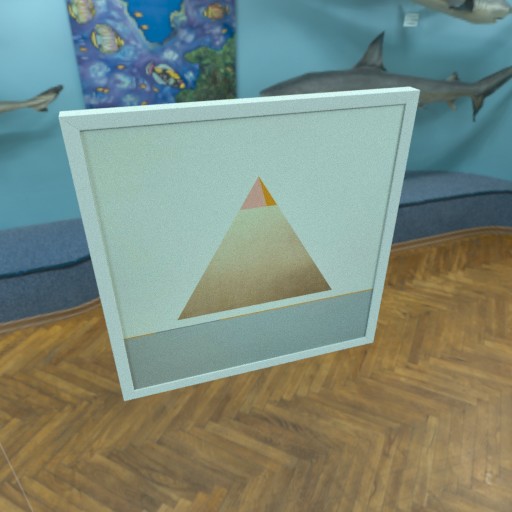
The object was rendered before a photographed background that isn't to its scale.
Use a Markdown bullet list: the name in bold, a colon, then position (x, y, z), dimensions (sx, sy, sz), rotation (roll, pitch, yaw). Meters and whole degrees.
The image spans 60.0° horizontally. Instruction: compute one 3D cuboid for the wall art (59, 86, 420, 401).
- **wall art**: position (0.000, 0.000, 1.123), dimensions (0.768, 0.765, 0.041), rotation (-9, 33, -15)
